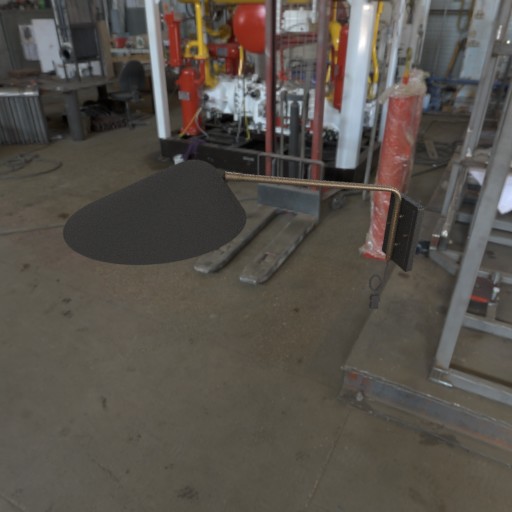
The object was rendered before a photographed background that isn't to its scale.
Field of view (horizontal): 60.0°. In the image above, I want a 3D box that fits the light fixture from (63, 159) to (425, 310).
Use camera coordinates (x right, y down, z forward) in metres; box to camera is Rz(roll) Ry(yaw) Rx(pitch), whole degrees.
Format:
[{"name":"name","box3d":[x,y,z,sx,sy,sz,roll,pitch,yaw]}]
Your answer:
[{"name":"light fixture","box3d":[0.000,0.000,0.673,0.516,0.312,0.240,-9,31,-14]}]
